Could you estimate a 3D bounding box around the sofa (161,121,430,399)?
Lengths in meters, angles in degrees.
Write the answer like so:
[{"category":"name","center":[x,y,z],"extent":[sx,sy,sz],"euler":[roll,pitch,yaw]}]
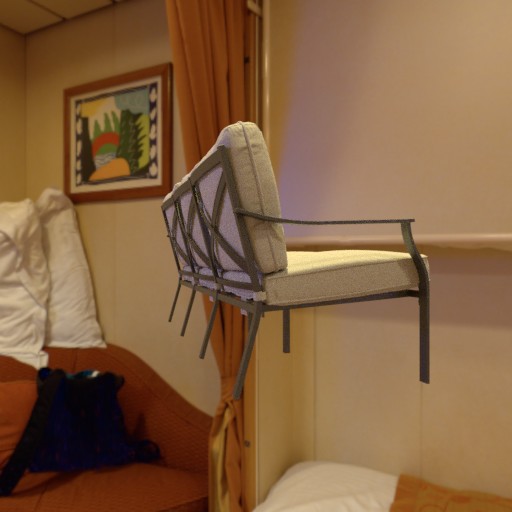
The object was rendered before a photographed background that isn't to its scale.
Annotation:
[{"category":"sofa","center":[0.000,0.000,2.215],"extent":[0.787,0.860,1.740],"euler":[0,0,-18]}]
